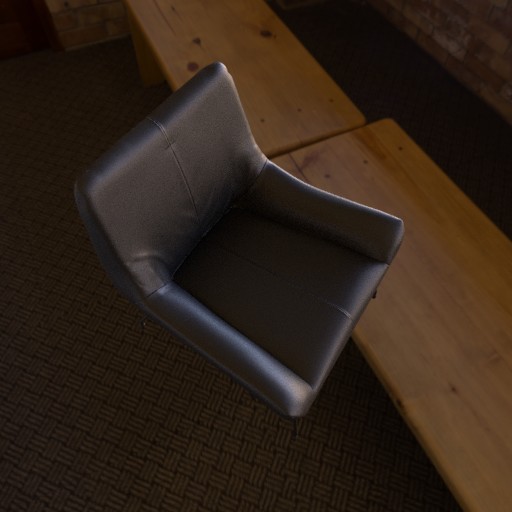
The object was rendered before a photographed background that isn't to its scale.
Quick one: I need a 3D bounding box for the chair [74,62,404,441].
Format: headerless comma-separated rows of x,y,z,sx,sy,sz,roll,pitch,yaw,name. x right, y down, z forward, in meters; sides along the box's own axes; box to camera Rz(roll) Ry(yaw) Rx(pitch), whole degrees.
0.000,0.000,1.570,0.826,0.922,0.836,28,61,17,chair
